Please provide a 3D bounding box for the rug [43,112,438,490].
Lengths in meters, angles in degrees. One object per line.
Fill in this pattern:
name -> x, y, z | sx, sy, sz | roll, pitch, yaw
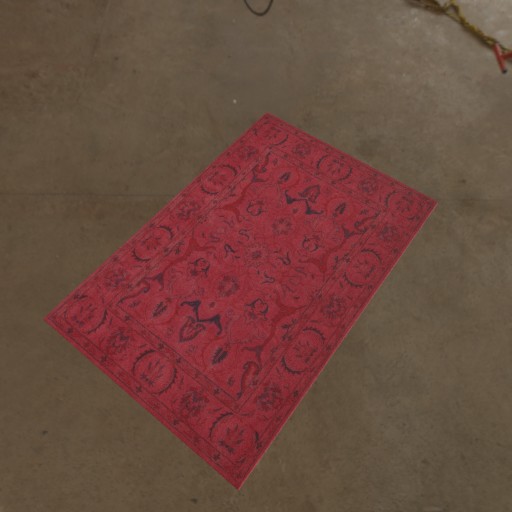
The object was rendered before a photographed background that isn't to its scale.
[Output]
rug -> 0.000, 0.000, 2.322 | 1.209, 0.008, 1.814 | 33, 65, 18
